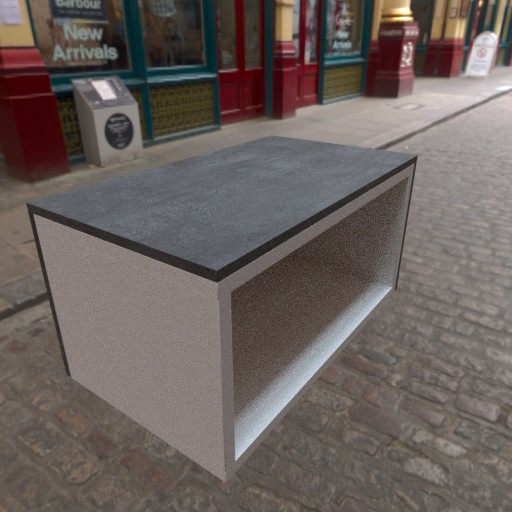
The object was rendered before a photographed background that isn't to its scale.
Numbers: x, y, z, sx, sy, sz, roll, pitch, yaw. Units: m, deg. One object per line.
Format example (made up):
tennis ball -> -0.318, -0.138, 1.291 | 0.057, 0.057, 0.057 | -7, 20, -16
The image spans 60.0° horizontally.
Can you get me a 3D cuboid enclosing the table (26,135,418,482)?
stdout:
table -> 0.000, 0.000, 0.932 | 0.400, 0.350, 0.700 | 17, 31, 32
